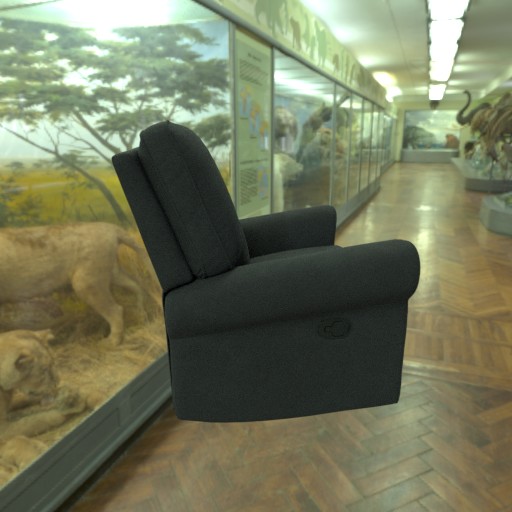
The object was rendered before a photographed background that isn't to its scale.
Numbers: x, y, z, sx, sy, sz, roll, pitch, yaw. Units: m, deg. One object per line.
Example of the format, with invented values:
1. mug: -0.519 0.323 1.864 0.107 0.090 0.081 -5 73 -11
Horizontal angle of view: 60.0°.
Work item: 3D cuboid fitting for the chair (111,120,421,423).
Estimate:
1. chair: 0.000 0.000 1.646 0.878 0.961 0.890 -3 16 -9
